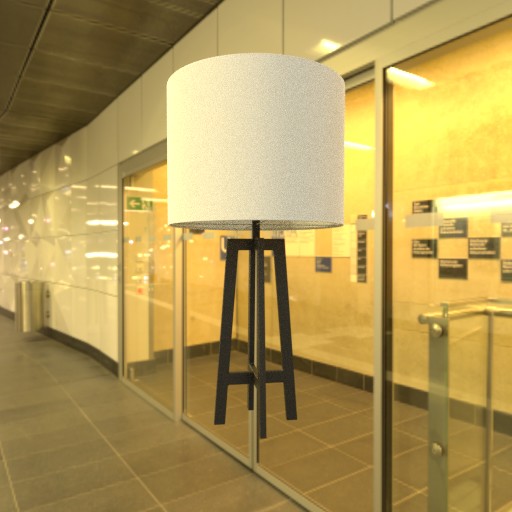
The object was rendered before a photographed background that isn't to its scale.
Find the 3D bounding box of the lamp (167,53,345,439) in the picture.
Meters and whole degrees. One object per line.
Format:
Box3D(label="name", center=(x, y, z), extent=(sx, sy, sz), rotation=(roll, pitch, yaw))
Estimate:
Box3D(label="lamp", center=(0.000, 0.000, 0.654), extent=(0.257, 0.489, 0.257), rotation=(0, 1, 36))
